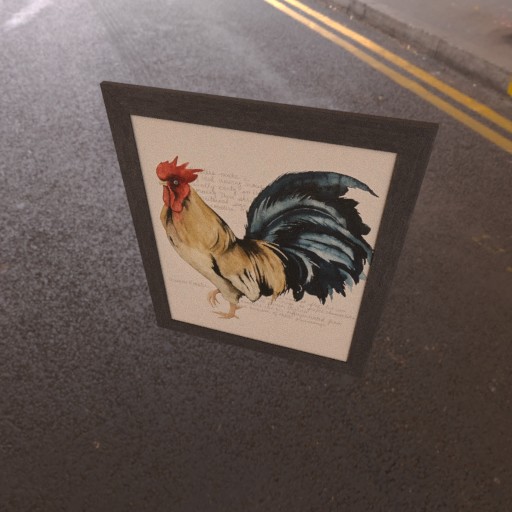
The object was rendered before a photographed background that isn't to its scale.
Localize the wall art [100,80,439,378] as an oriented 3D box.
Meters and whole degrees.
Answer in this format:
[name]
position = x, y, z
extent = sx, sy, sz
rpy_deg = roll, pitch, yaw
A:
[wall art]
position = 0.000, 0.000, 0.796
extent = 0.476, 0.570, 0.013
rpy_deg = 12, 44, 12
